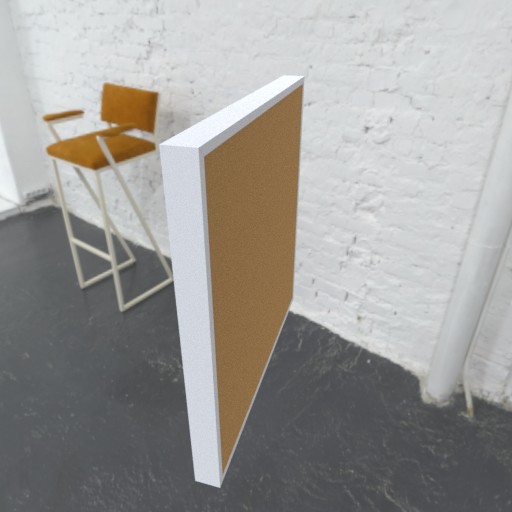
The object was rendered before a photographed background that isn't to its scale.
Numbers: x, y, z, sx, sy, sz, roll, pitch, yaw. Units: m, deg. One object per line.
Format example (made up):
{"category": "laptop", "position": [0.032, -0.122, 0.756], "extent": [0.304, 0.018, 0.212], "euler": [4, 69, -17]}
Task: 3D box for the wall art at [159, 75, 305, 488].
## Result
{"category": "wall art", "position": [0.000, 0.000, 0.751], "extent": [0.040, 0.509, 0.509], "euler": [8, 30, 14]}
